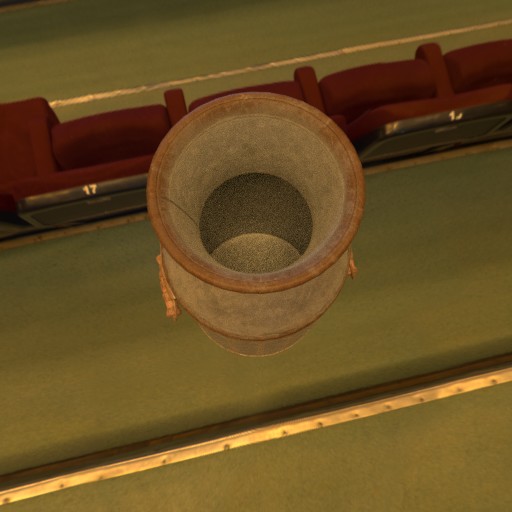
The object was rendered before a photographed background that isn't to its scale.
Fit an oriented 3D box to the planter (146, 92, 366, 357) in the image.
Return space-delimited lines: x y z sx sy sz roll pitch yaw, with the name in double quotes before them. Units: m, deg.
"planter" 0.000 0.000 0.532 0.245 0.396 0.214 -13 74 -4
